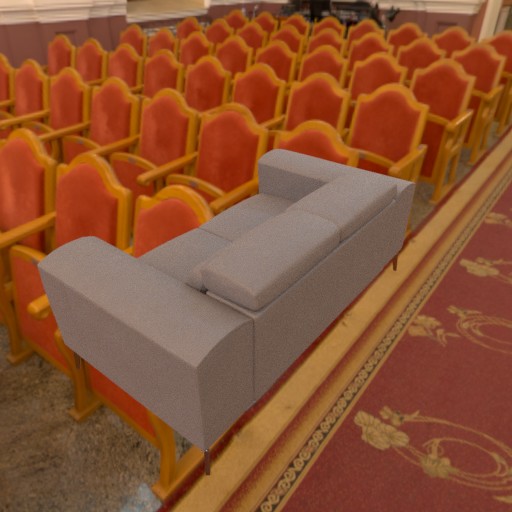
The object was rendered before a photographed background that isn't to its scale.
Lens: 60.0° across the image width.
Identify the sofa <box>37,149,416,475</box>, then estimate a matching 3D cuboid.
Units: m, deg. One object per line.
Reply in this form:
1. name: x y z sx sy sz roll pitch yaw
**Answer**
1. sofa: 0.000 0.000 2.421 1.003 0.779 1.895 23 39 31
